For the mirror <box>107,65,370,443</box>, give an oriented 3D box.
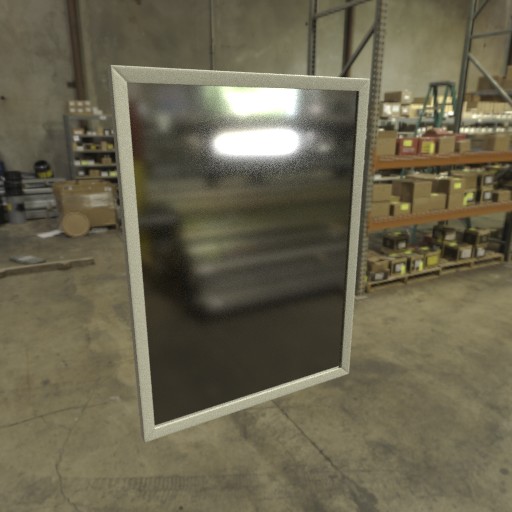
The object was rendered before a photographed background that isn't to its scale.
[{"bbox_3d":[0.000,0.000,1.331,0.762,1.016,0.040,-9,20,-27],"label":"mirror"}]
